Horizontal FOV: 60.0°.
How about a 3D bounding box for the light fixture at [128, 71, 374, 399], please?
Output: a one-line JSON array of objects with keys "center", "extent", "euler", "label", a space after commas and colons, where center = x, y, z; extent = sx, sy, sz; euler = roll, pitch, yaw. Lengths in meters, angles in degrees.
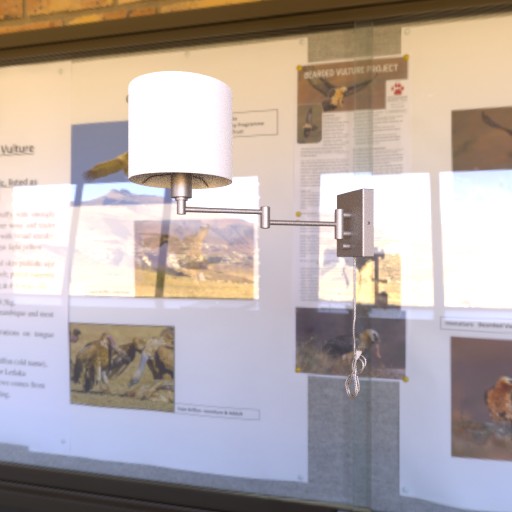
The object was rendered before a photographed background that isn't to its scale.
[{"center": [0.000, 0.000, 0.933], "extent": [0.516, 0.651, 0.203], "euler": [0, 0, -19], "label": "light fixture"}]
